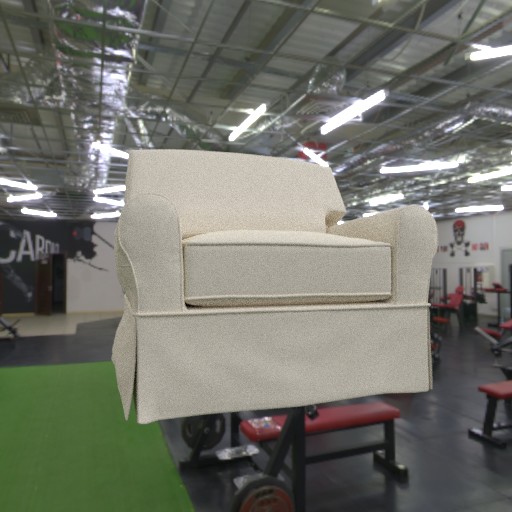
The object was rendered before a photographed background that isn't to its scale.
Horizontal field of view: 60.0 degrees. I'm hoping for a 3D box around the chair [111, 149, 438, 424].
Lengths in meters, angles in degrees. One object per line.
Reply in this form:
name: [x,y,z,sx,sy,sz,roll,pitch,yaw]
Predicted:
chair: [0.000,0.000,1.778,1.099,0.958,0.904,0,-1,-18]
